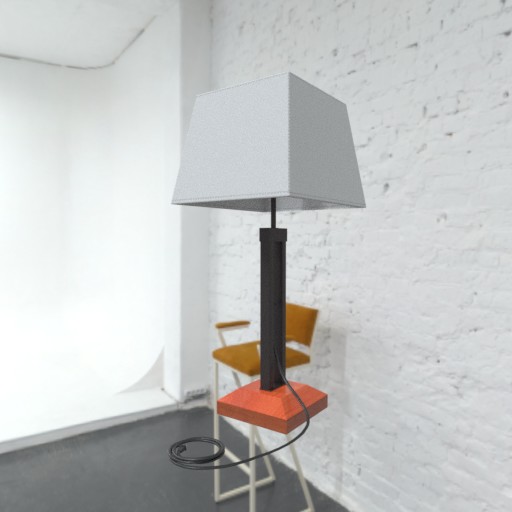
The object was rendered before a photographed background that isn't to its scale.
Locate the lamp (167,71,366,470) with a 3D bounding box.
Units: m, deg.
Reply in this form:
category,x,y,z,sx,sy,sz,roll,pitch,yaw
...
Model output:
category,x,y,z,sx,sy,sz,roll,pitch,yaw
lamp,0.000,0.000,0.981,0.310,0.737,0.498,1,3,36
